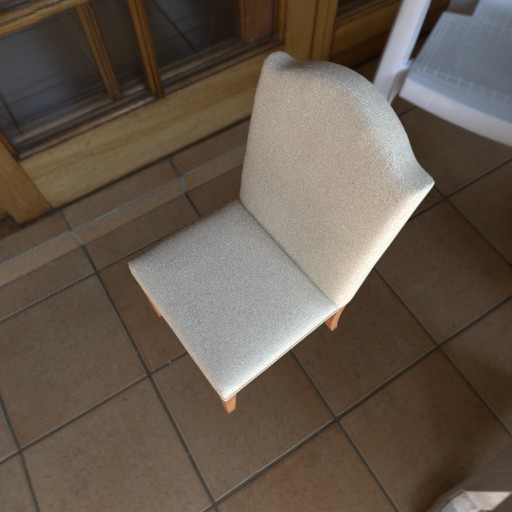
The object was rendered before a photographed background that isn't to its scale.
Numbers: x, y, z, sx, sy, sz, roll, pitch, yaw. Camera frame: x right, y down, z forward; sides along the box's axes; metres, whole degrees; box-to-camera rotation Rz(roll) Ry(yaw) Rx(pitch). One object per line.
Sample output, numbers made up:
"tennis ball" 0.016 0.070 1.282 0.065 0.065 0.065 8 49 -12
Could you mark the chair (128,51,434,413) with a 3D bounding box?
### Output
"chair" 0.000 0.000 1.347 0.648 1.012 0.534 -35 69 -16
